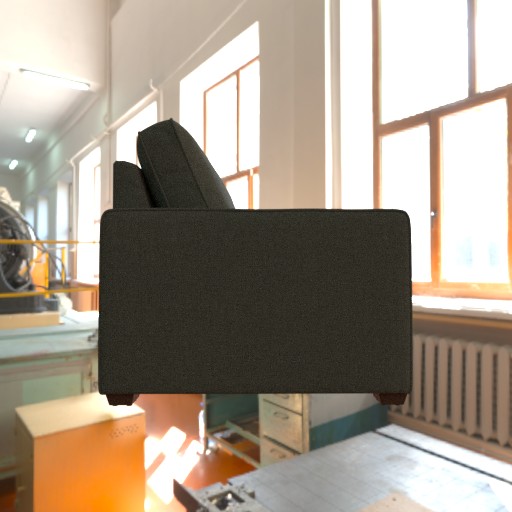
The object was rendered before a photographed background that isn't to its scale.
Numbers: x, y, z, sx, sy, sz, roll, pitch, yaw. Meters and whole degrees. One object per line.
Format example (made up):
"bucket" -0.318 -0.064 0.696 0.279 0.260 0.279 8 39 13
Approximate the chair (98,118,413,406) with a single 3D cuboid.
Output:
"chair" 0.000 0.000 1.792 0.940 0.919 1.017 0 -1 0
